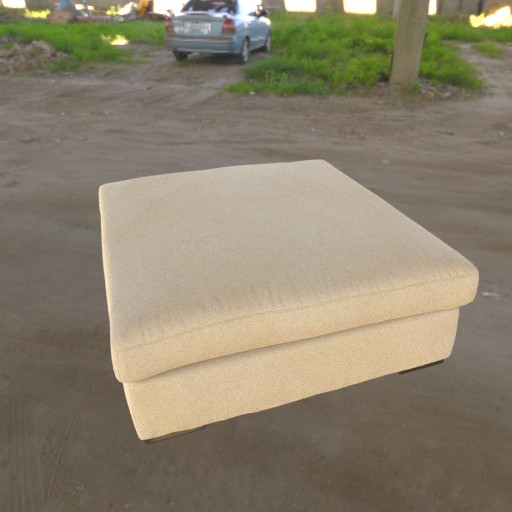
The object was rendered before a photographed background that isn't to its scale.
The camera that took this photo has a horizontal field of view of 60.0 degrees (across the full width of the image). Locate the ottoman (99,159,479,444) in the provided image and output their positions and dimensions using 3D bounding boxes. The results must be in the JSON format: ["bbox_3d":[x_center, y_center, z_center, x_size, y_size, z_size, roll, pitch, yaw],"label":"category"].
[{"bbox_3d":[0.000,0.000,1.845,1.190,0.522,1.205,-10,32,-16],"label":"ottoman"}]
